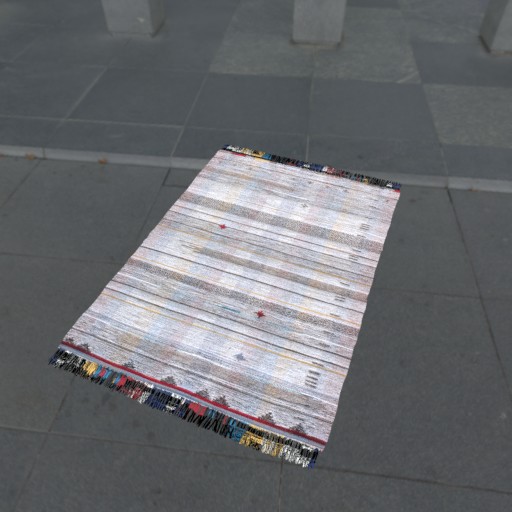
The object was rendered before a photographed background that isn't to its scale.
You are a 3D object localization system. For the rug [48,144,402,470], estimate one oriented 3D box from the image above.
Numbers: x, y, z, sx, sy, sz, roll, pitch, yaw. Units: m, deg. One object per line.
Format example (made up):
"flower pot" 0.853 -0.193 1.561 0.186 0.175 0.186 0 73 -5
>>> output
"rug" 0.000 0.000 2.306 1.217 0.012 1.848 16 48 15
